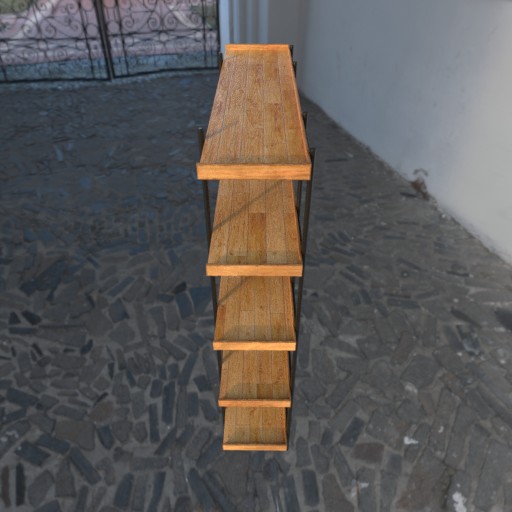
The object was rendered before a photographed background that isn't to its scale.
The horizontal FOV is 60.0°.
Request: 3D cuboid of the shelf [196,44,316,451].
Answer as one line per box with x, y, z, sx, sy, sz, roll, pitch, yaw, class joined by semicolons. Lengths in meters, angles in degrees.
0.000;0.000;2.400;0.379;1.826;1.371;0;39;0;shelf
